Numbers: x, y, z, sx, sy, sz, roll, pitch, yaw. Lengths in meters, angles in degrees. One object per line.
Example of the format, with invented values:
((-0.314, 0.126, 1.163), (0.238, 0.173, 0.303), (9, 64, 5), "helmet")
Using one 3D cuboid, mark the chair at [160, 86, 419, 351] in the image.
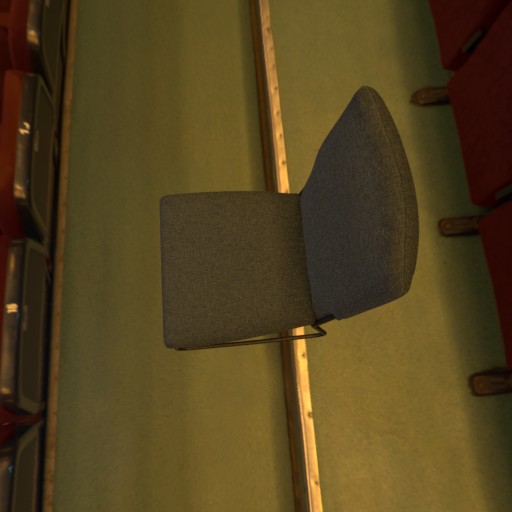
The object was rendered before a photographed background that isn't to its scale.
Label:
((0.000, 0.000, 1.292), (0.635, 0.931, 0.480), (-5, 75, -1), "chair")
